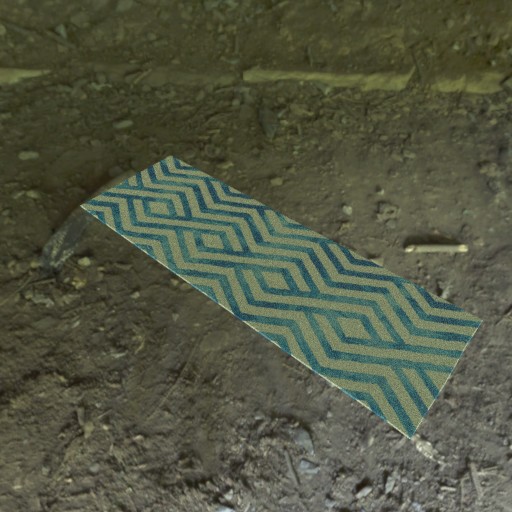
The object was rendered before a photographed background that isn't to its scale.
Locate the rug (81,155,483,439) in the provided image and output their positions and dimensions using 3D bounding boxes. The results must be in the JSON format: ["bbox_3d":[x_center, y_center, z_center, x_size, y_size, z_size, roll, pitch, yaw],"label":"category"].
[{"bbox_3d":[0.000,0.000,1.632,1.492,0.007,0.503,31,53,27],"label":"rug"}]
